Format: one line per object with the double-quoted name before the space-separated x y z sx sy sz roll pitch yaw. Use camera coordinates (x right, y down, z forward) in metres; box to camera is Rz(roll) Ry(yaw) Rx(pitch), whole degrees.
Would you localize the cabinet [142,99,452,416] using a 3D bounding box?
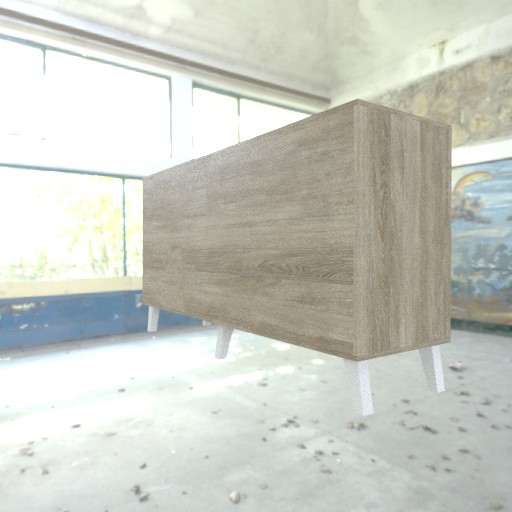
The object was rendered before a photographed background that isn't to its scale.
"cabinet" 0.000 0.000 1.987 0.450 0.870 1.600 0 1 -35
